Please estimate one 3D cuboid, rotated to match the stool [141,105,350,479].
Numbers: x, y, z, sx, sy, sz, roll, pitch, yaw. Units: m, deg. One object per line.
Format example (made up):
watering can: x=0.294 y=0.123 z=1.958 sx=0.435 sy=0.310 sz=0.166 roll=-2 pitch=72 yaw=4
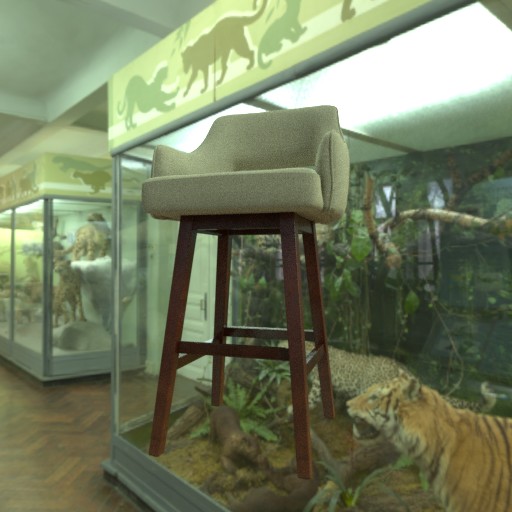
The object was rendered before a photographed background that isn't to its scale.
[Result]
stool: x=0.000 y=0.000 z=1.332 sx=0.550 sy=1.041 sz=0.560 roll=0 pitch=0 yaw=17
